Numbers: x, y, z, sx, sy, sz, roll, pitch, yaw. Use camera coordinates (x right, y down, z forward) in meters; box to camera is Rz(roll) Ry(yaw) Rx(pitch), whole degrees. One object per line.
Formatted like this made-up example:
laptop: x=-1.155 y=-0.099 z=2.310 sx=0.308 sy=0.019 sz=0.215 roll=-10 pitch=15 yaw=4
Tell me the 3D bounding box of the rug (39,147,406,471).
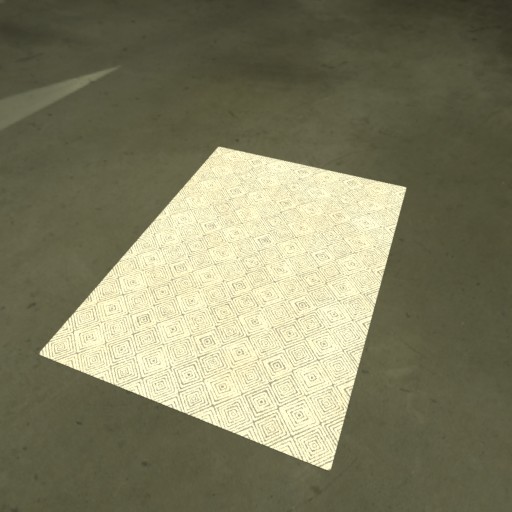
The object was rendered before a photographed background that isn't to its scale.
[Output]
rug: x=0.000 y=0.000 z=2.881 sx=1.593 sy=0.008 sz=2.238 roll=16 pitch=47 yaw=15
